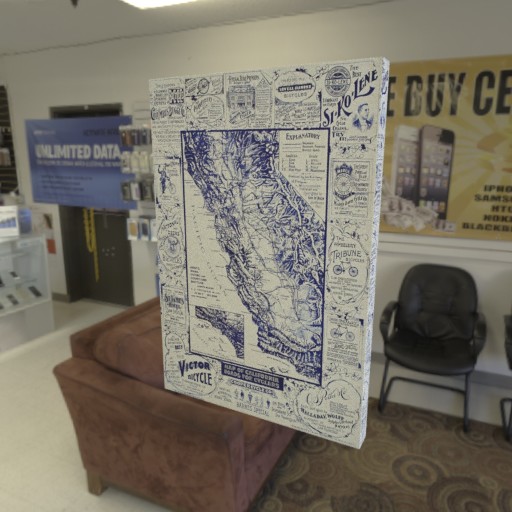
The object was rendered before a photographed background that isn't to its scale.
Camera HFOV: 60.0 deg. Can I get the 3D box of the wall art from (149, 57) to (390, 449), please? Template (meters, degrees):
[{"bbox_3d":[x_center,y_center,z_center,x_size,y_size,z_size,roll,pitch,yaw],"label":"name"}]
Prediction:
[{"bbox_3d":[0.000,0.000,0.771,0.408,0.601,0.040,7,15,27],"label":"wall art"}]
